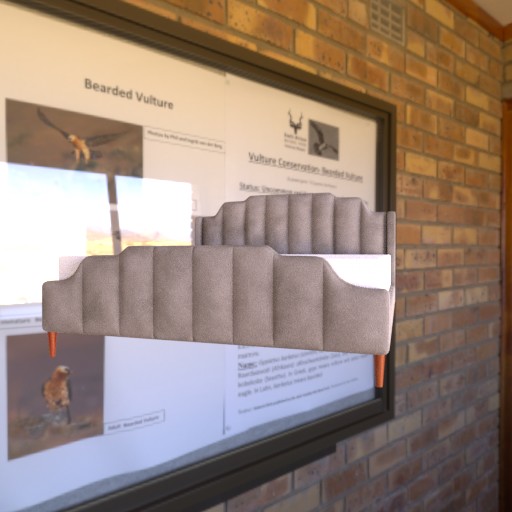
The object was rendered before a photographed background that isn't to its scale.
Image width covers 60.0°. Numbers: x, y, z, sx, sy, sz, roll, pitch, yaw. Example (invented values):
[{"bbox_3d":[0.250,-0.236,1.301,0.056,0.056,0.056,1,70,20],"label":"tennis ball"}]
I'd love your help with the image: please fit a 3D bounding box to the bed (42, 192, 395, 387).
[{"bbox_3d":[0.000,0.000,3.502,2.074,1.245,2.340,0,1,18],"label":"bed"}]
